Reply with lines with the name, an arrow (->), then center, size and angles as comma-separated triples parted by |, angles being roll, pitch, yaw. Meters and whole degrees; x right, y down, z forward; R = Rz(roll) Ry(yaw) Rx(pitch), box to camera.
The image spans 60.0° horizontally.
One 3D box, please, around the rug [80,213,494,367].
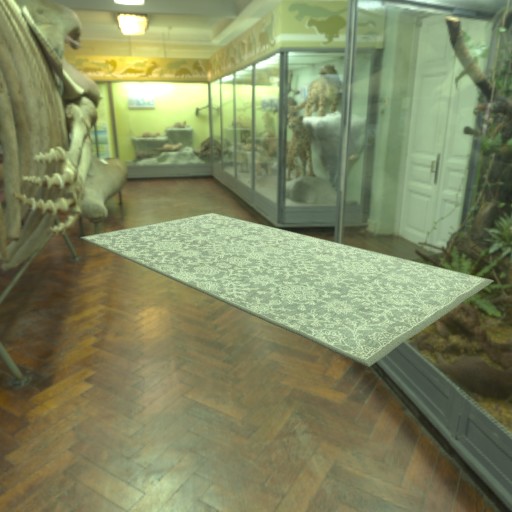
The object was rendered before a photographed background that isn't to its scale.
rug -> 0.000, 0.000, 3.539 | 1.546, 0.011, 3.048 | -16, 24, -42
